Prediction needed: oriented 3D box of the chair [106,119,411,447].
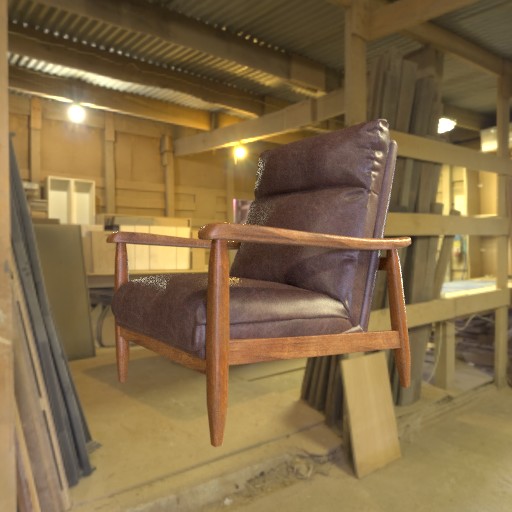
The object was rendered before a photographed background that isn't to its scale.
[{"bbox_3d":[0.000,0.000,1.530,0.830,0.897,0.782,-1,1,-37],"label":"chair"}]
